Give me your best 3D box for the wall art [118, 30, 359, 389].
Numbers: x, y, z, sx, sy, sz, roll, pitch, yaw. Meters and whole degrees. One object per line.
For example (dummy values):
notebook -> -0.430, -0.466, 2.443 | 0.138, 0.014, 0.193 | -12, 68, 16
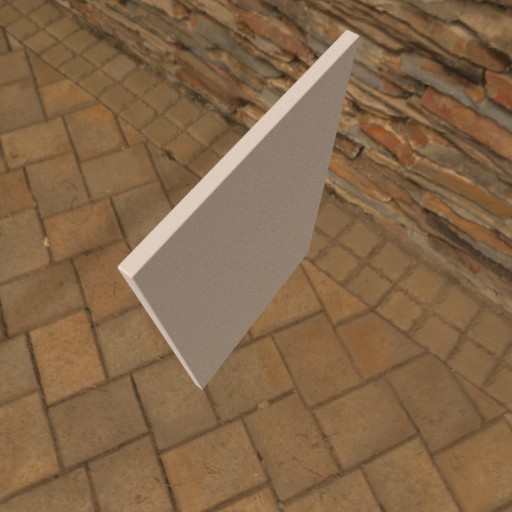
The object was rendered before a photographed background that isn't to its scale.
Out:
wall art -> 0.000, 0.000, 1.018 | 0.026, 0.813, 0.556 | 34, 68, 15
